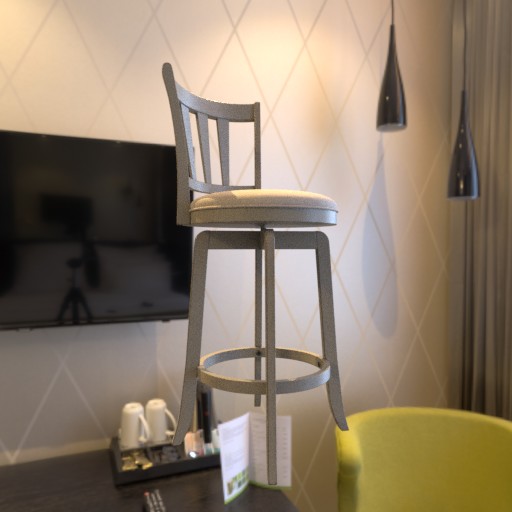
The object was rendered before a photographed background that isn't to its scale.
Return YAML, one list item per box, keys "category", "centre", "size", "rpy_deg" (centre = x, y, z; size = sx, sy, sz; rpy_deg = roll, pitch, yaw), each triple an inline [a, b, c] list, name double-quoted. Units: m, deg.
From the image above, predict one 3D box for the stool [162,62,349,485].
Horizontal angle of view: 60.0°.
- category: "stool"
  centre: [0.000, 0.000, 1.281]
  size: [0.475, 1.042, 0.436]
  rpy_deg: [1, 2, 37]
